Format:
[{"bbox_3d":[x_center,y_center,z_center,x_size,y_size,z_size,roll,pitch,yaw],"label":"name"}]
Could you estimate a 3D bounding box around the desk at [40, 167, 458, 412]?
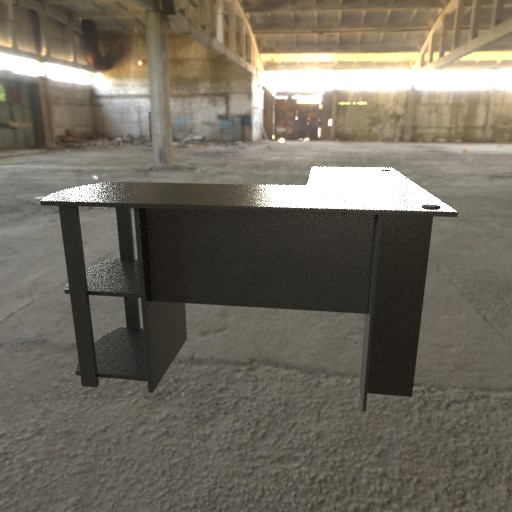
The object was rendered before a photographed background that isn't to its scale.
[{"bbox_3d":[0.000,0.000,2.082,1.361,0.716,1.303,2,17,8],"label":"desk"}]
